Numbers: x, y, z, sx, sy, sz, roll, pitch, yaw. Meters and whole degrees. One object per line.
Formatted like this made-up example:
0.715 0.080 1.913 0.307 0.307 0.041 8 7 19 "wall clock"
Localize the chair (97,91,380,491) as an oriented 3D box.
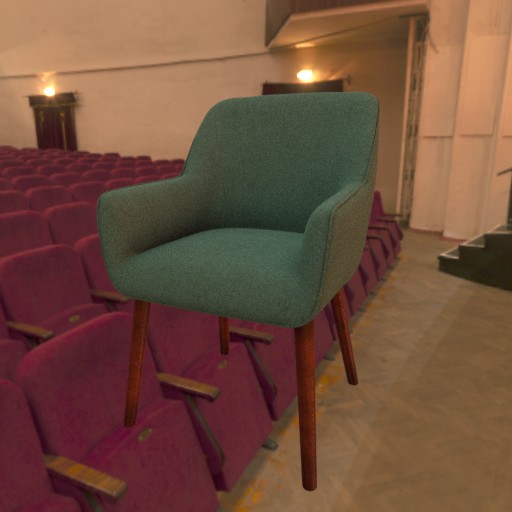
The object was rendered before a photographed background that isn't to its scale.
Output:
0.000 0.000 1.100 0.543 0.803 0.519 7 16 25 "chair"
